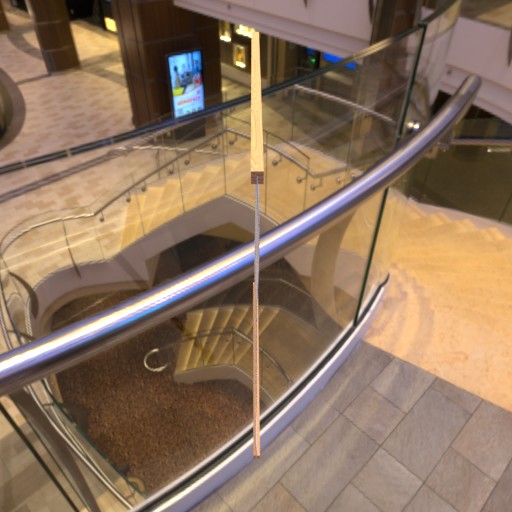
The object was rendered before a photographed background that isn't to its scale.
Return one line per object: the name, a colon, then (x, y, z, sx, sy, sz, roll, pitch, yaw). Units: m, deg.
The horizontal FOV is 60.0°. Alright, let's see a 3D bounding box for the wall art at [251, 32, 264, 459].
wall art: (0.000, 0.000, 1.301, 0.020, 1.016, 0.739, 0, 42, 0)
